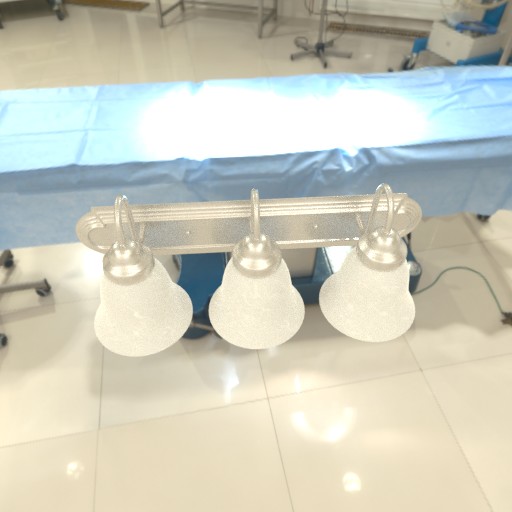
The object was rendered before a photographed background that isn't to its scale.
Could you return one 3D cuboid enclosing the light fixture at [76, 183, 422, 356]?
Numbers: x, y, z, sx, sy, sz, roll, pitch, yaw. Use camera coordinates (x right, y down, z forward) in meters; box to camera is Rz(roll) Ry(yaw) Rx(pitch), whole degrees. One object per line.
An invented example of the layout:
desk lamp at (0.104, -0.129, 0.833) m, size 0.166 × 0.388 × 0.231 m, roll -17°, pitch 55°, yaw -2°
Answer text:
light fixture at (0.000, 0.000, 0.696) m, size 0.610 × 0.222 × 0.199 m, roll -3°, pitch 46°, yaw -3°
